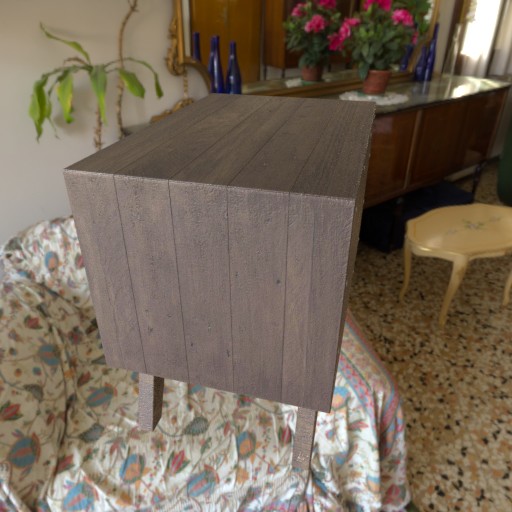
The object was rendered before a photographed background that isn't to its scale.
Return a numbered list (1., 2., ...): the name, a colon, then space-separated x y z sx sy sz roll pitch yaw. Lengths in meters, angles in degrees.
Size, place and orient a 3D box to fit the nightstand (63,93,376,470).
1. nightstand: 0.000 0.000 1.040 0.450 0.599 0.650 8 31 13
